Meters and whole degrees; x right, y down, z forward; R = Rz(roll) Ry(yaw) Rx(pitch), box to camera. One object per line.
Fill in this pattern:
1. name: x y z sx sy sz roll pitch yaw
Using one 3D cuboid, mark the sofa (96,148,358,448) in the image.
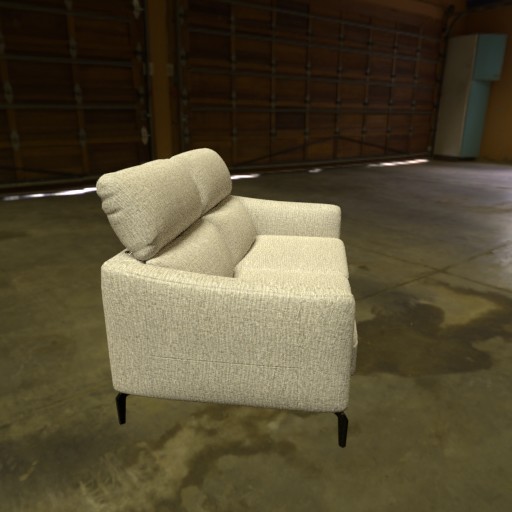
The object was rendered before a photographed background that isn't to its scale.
1. sofa: 0.000 0.000 2.155 0.905 0.950 1.540 3 18 8
